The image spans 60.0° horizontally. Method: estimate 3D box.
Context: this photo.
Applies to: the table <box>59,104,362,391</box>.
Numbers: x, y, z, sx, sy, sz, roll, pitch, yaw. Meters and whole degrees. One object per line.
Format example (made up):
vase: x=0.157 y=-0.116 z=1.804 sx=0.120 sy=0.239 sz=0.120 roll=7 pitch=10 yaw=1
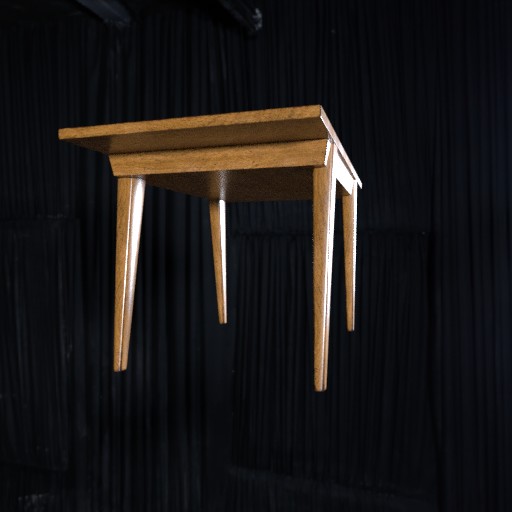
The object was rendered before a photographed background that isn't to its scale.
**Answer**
table: x=0.000 y=0.000 z=1.843 sx=0.757 sy=0.760 sz=1.400 roll=0 pitch=1 yaw=17
